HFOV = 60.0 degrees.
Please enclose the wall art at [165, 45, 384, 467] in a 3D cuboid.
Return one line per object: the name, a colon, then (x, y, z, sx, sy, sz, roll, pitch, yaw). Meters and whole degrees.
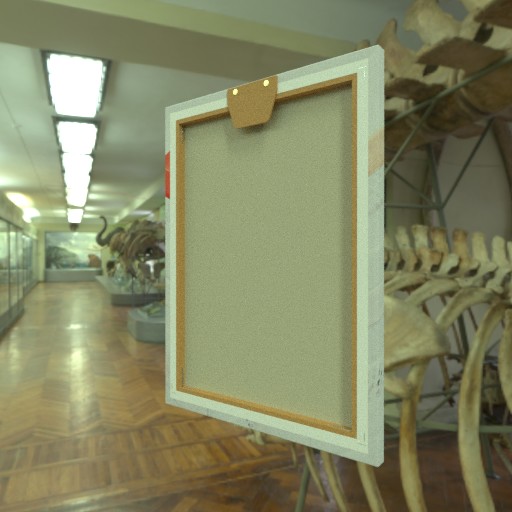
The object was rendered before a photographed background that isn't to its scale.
wall art: (0.000, 0.000, 1.302, 0.759, 1.014, 0.045, 0, 0, 37)
